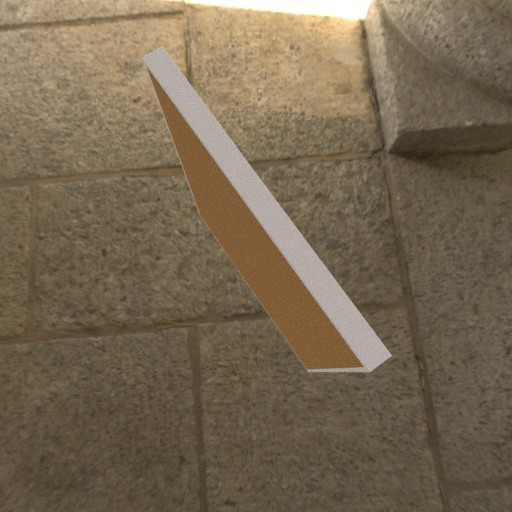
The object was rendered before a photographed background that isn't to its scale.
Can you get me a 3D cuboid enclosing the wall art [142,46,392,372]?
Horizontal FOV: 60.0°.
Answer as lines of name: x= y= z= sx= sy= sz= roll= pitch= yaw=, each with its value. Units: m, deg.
wall art: x=0.000 y=0.000 z=0.753 sx=0.030 sy=0.549 sz=0.443 roll=-33 pitch=78 yaw=-8
